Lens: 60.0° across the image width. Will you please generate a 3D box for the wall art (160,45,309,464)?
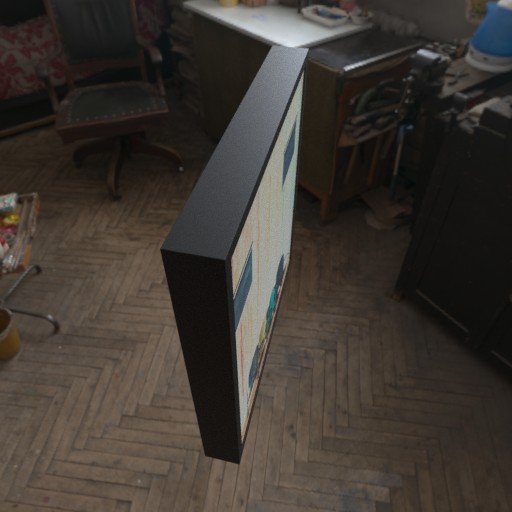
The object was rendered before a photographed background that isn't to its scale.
[{"bbox_3d":[0.000,0.000,0.454,0.038,0.304,0.304,10,46,9],"label":"wall art"}]
